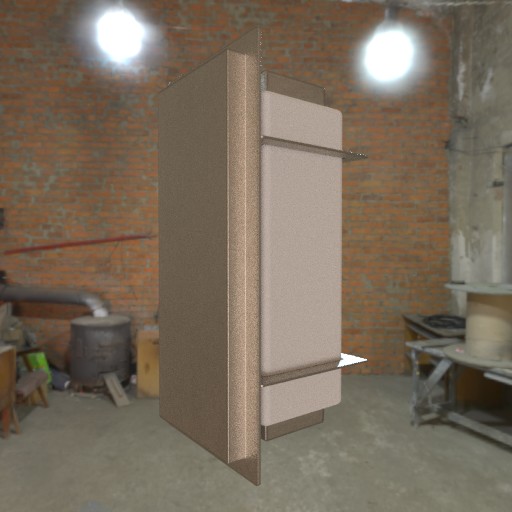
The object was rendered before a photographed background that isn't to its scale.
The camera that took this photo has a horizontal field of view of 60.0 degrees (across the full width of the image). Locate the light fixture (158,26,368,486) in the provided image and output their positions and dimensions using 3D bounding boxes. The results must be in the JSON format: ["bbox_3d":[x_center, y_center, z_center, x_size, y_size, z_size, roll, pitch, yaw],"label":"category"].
[{"bbox_3d":[0.000,0.000,0.468,0.160,0.380,0.168,-1,1,-37],"label":"light fixture"}]
